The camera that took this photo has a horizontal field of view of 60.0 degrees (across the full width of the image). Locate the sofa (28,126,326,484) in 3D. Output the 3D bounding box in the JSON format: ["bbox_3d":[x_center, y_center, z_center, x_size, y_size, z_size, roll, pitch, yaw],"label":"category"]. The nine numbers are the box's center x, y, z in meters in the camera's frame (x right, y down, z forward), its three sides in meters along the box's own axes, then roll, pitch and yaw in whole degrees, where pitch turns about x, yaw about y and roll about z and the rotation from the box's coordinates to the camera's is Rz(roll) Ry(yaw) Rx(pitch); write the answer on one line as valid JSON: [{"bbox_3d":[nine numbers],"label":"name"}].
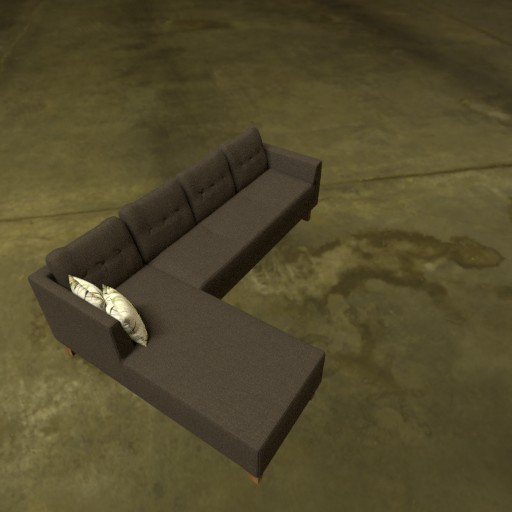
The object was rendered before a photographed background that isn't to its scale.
[{"bbox_3d":[0.000,0.000,3.536,1.829,0.932,2.679,23,46,25],"label":"sofa"}]
